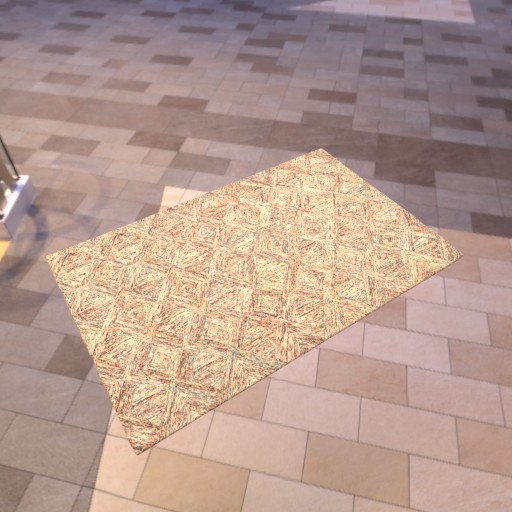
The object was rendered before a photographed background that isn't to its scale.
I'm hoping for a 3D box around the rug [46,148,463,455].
[{"bbox_3d":[0.000,0.000,2.209,1.761,0.014,1.143,-26,52,-22],"label":"rug"}]
